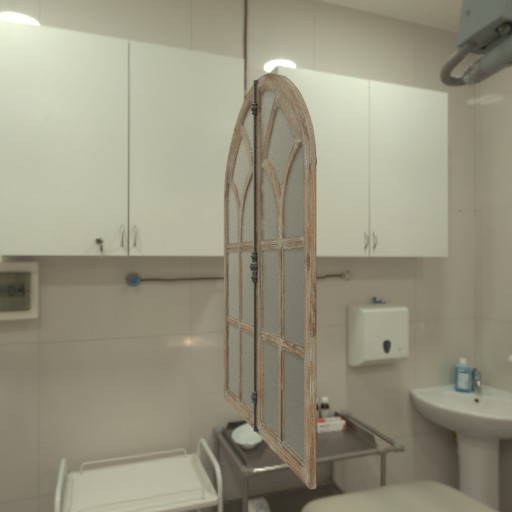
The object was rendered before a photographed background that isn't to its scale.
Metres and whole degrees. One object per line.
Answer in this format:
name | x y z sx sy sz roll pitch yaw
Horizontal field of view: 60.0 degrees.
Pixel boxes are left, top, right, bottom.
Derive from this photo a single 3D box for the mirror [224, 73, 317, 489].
mirror | 0.000 0.000 1.154 0.032 0.915 0.609 0 0 -20
